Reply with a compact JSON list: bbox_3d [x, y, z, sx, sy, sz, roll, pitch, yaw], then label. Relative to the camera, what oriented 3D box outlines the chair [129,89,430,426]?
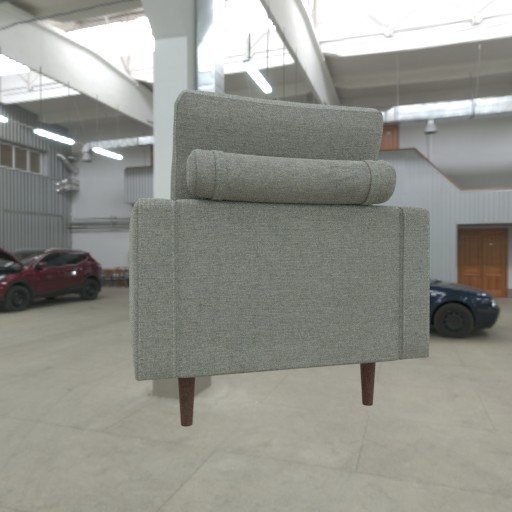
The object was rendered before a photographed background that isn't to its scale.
[{"bbox_3d":[0.000,0.000,1.504,0.821,0.880,0.843,0,1,-17],"label":"chair"}]
